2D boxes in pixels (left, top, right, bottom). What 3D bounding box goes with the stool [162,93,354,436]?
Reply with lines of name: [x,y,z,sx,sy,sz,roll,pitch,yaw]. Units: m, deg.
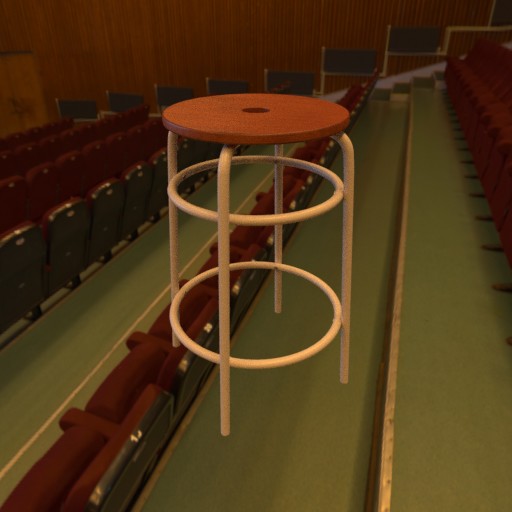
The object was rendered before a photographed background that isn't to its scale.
stool: [0.000,0.000,0.955,0.455,0.610,0.455,9,31,15]
